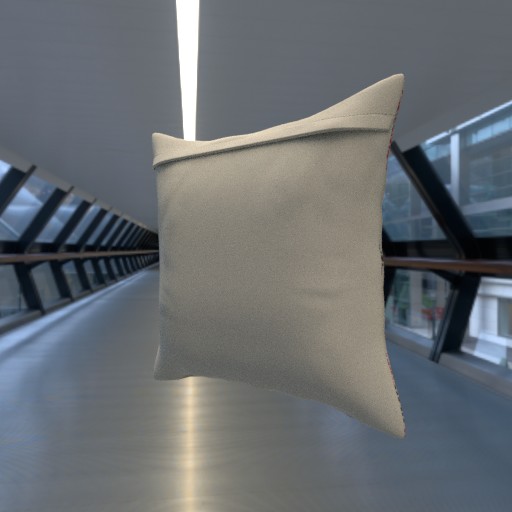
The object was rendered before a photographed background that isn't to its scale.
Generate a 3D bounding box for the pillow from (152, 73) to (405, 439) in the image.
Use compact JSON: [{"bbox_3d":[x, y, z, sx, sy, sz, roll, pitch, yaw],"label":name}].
[{"bbox_3d":[0.000,0.000,0.689,0.463,0.454,0.160,0,0,36],"label":"pillow"}]
